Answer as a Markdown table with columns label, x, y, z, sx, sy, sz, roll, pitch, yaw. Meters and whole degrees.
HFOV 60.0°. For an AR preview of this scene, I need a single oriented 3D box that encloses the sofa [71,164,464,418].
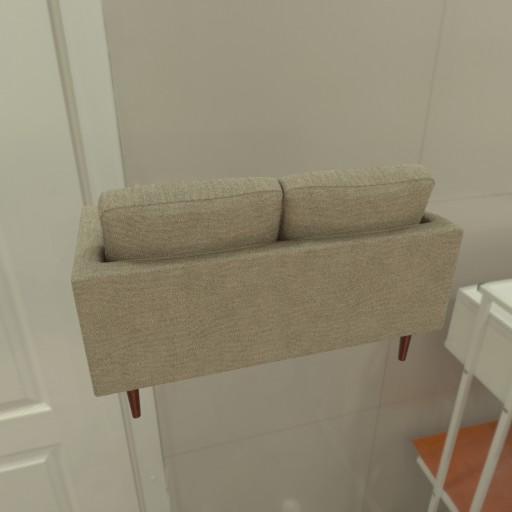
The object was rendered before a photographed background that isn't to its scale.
| label | x | y | z | sx | sy | sz | roll | pitch | yaw |
| --- | --- | --- | --- | --- | --- | --- | --- | --- | --- |
| sofa | 0.000 | 0.000 | 2.121 | 1.582 | 0.944 | 0.903 | -7 | 27 | -15 |
